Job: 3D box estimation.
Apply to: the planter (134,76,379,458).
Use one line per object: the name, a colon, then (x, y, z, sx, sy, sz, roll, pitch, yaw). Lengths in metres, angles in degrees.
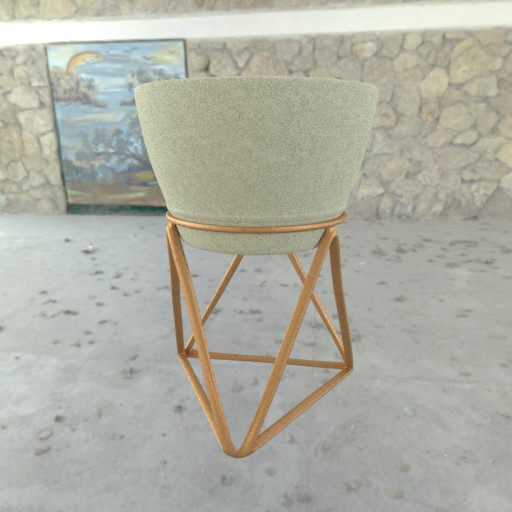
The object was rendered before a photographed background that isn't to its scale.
planter: (0.000, 0.000, 0.720, 0.350, 0.504, 0.350, 2, 15, 9)
